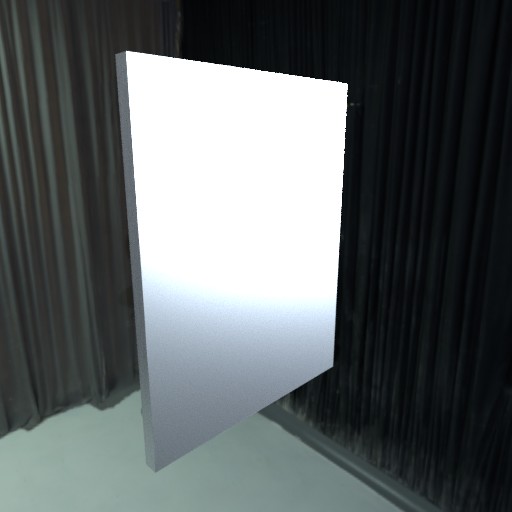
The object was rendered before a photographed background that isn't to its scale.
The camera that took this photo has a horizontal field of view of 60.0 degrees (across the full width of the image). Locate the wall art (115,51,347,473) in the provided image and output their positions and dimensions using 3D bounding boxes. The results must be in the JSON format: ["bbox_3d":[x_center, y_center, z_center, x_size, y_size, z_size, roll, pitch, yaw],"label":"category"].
[{"bbox_3d":[0.000,0.000,0.737,0.025,0.569,0.444,14,21,43],"label":"wall art"}]
